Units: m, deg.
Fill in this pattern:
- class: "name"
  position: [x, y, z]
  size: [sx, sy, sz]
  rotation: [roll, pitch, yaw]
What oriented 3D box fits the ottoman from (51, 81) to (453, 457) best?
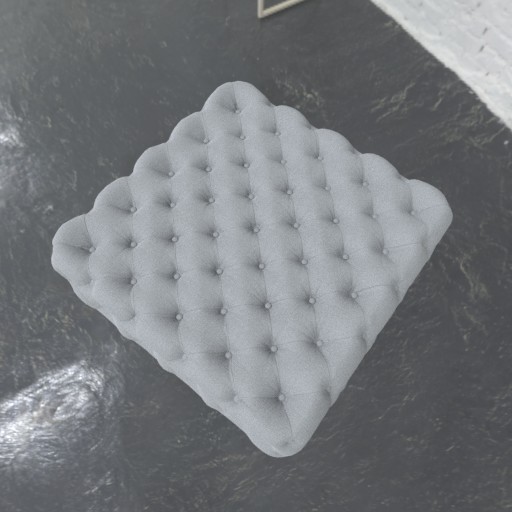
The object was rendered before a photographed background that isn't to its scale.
- class: "ottoman"
  position: [0.000, 0.000, 1.211]
  size: [0.764, 0.365, 0.758]
  rotation: [34, 68, 16]
